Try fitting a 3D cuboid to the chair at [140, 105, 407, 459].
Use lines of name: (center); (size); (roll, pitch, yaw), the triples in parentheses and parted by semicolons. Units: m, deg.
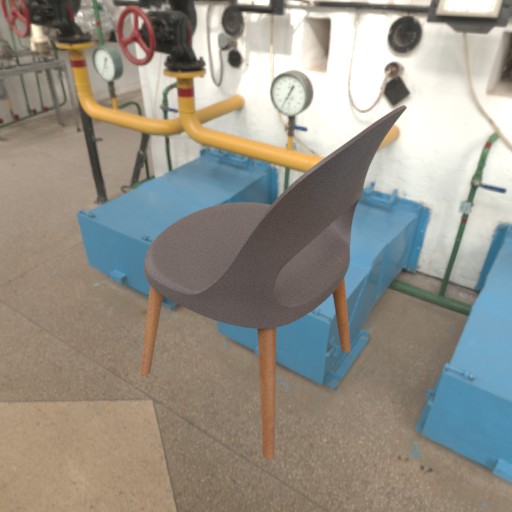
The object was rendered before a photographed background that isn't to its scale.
chair: (0.000, 0.000, 1.108); (0.556, 0.794, 0.470); (22, 39, 29)
